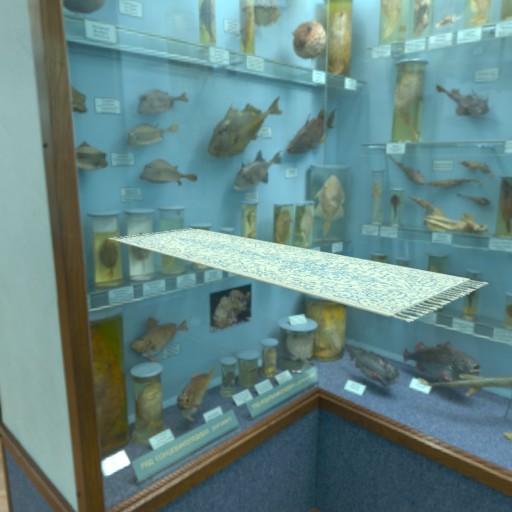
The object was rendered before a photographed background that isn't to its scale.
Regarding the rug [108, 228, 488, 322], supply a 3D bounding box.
[{"bbox_3d":[0.000,0.000,2.736,0.774,0.011,2.449,-11,17,-42],"label":"rug"}]
